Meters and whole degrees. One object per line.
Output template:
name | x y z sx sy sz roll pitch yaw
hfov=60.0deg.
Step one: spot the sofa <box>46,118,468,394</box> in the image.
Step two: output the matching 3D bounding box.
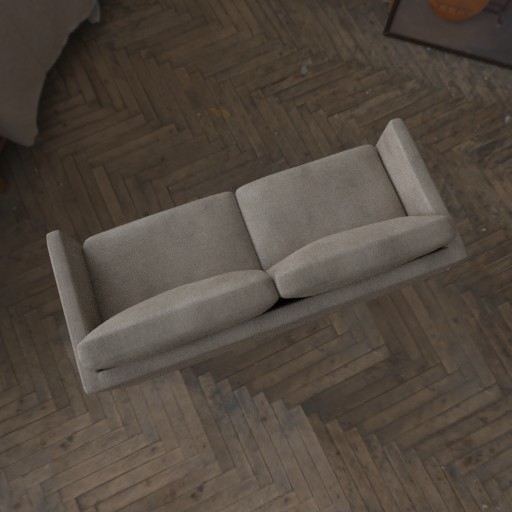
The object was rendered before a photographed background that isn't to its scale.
sofa | 0.000 0.000 2.723 2.208 0.965 0.951 -19 77 -5
